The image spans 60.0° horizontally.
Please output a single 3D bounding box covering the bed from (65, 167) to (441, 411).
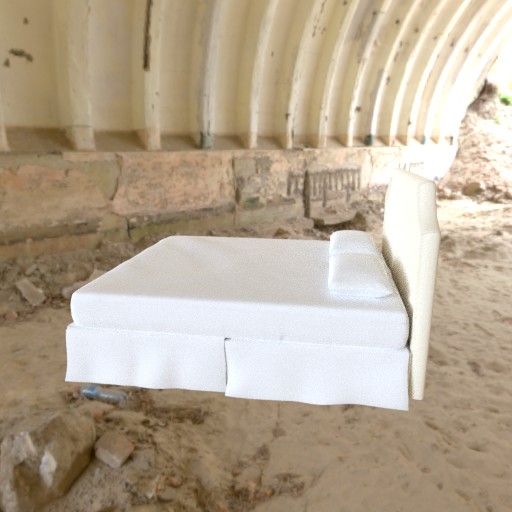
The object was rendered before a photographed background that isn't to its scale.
[{"bbox_3d":[0.000,0.000,4.210,2.773,1.590,2.350,2,15,9],"label":"bed"}]
